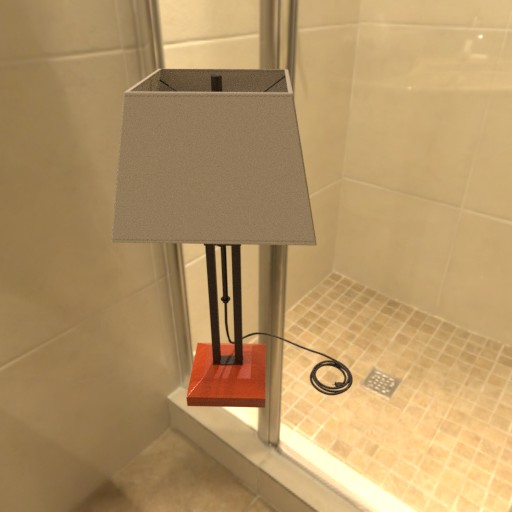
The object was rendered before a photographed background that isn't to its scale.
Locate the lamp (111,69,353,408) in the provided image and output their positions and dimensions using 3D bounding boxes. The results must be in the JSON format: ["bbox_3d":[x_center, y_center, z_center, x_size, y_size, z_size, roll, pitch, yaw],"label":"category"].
[{"bbox_3d":[0.000,0.000,0.958,0.498,0.737,0.310,1,31,2],"label":"lamp"}]
